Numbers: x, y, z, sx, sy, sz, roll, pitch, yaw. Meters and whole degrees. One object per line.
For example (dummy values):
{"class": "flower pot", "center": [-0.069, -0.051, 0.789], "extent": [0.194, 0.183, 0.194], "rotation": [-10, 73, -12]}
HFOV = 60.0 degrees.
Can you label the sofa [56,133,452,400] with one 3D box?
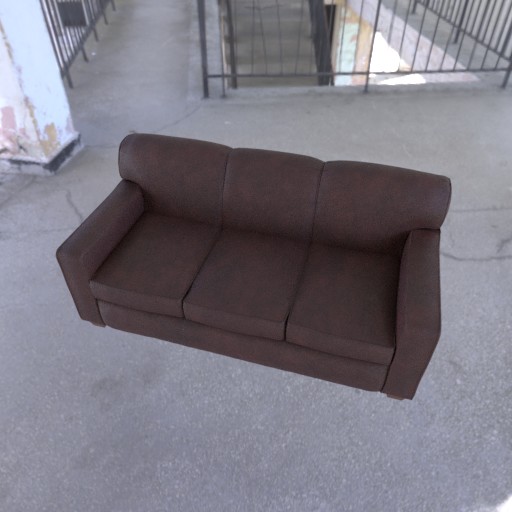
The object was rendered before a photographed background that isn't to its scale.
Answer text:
{"class": "sofa", "center": [0.000, 0.000, 2.626], "extent": [2.039, 0.953, 1.008], "rotation": [11, 43, 12]}
